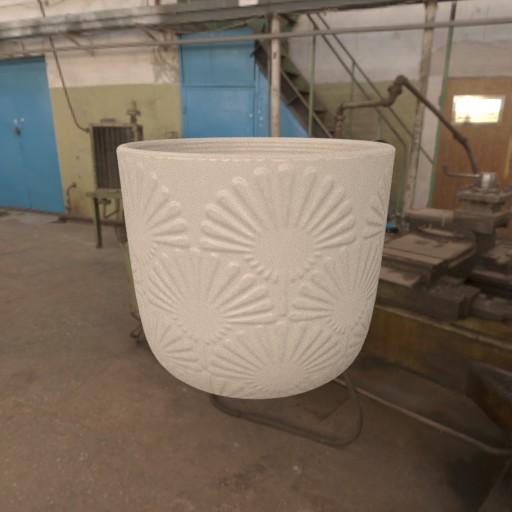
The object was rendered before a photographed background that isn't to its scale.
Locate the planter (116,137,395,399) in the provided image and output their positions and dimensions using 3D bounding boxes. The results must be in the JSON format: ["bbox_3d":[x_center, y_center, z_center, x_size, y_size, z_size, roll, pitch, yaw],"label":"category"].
[{"bbox_3d":[0.000,0.000,0.221,0.124,0.109,0.124,0,18,0],"label":"planter"}]
